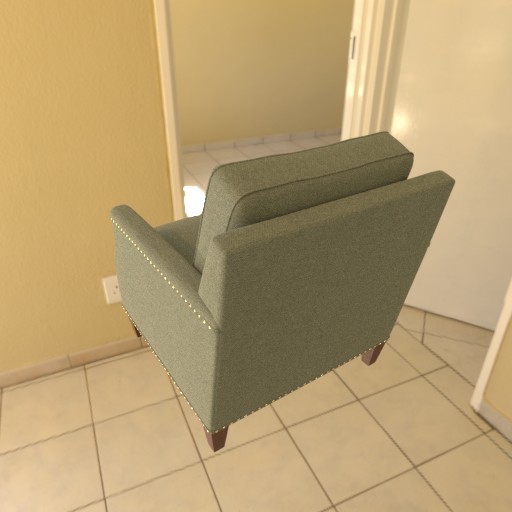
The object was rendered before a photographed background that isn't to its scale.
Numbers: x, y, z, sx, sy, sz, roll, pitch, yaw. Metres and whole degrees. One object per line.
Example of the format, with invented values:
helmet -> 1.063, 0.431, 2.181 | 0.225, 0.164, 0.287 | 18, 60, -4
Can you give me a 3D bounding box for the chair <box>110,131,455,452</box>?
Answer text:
chair -> 0.000, 0.000, 1.768 | 0.885, 1.031, 1.031 | -19, 35, -29
